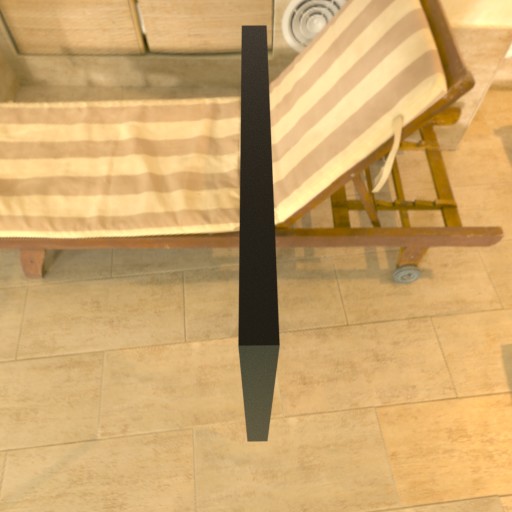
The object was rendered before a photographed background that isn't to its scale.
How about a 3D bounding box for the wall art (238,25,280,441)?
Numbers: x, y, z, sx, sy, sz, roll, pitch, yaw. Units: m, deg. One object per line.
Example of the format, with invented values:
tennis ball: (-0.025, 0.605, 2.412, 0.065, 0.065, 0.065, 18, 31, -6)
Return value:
wall art: (0.000, 0.000, 0.751, 0.038, 0.506, 0.506, -1, 58, 0)
